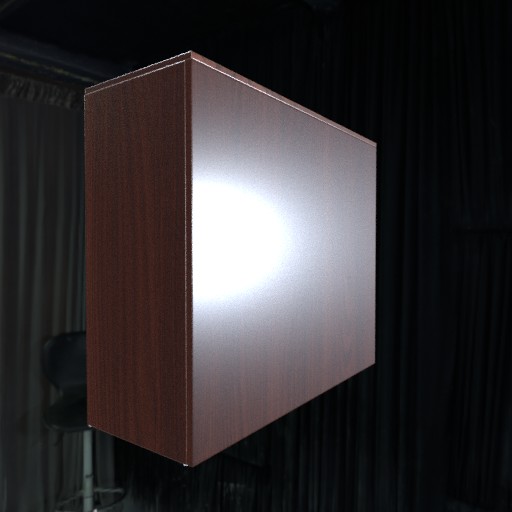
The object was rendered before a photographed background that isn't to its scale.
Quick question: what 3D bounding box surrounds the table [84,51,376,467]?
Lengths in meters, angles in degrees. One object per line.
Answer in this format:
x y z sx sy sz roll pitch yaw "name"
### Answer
0.000 0.000 1.323 0.380 0.790 0.930 1 2 36 "table"
